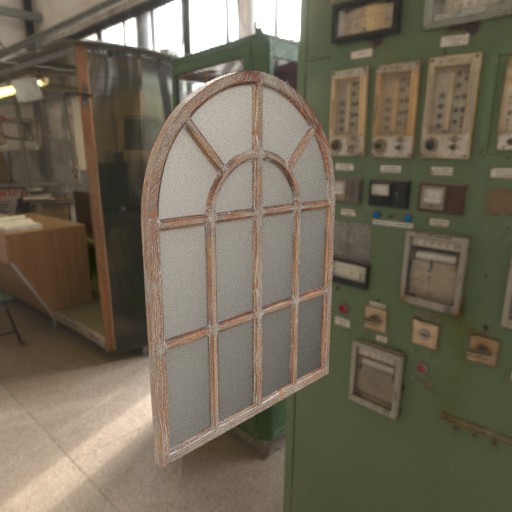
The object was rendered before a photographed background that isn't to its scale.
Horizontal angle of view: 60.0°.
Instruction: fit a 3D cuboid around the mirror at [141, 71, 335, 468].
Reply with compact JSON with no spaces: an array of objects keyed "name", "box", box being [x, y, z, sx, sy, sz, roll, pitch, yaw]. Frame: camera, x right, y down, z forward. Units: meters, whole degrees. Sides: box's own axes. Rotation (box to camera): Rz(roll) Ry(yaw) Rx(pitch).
[{"name":"mirror","box":[0.000,0.000,1.184,0.660,0.920,0.032,-13,18,-43]}]
